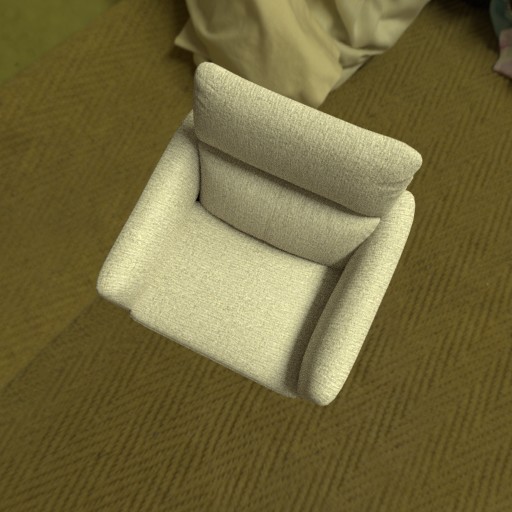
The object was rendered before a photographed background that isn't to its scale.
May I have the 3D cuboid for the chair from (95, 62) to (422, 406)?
[{"bbox_3d":[0.000,0.000,1.690,0.972,0.967,0.835,25,76,7],"label":"chair"}]
